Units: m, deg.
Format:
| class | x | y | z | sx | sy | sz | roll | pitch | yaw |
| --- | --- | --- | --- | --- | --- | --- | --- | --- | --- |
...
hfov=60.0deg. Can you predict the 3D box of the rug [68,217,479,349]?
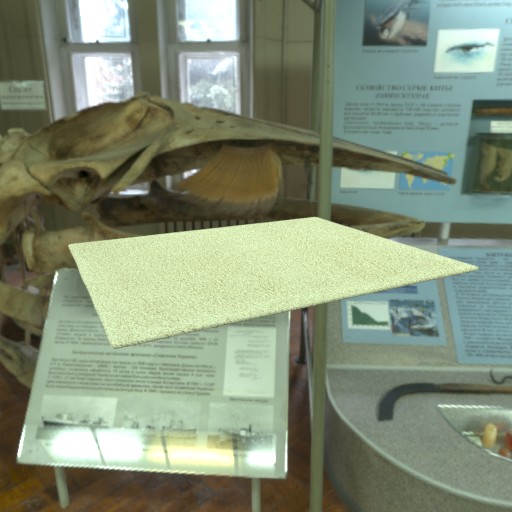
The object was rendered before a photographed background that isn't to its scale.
| class | x | y | z | sx | sy | sz | roll | pitch | yaw |
| --- | --- | --- | --- | --- | --- | --- | --- | --- | --- |
| rug | 0.000 | 0.000 | 4.142 | 3.047 | 0.029 | 2.438 | -8 | 18 | -26 |
